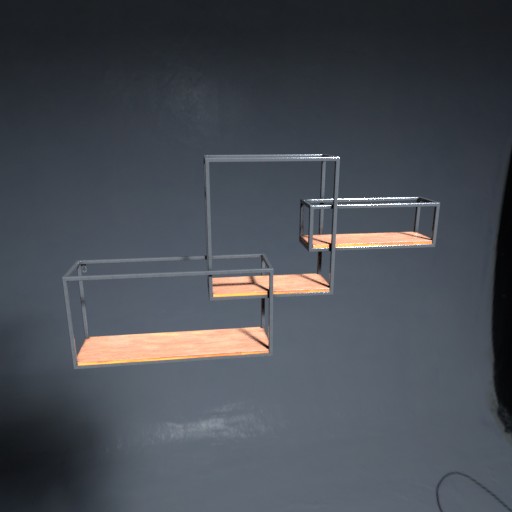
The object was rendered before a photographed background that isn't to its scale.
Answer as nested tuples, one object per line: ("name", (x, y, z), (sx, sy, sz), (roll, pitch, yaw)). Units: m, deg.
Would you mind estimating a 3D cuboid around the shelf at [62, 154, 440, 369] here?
("shelf", (0.000, 0.000, 2.206), (1.781, 0.972, 0.275), (-2, 16, -7))
